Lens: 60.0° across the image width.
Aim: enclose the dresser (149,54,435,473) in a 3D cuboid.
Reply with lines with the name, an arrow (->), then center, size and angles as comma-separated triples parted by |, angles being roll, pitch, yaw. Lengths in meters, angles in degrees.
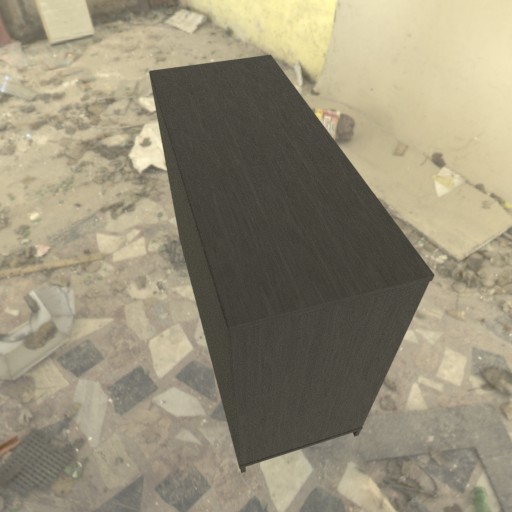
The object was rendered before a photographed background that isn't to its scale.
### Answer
dresser -> 0.000, 0.000, 1.417 | 0.404, 0.816, 0.994 | -13, 49, -11
